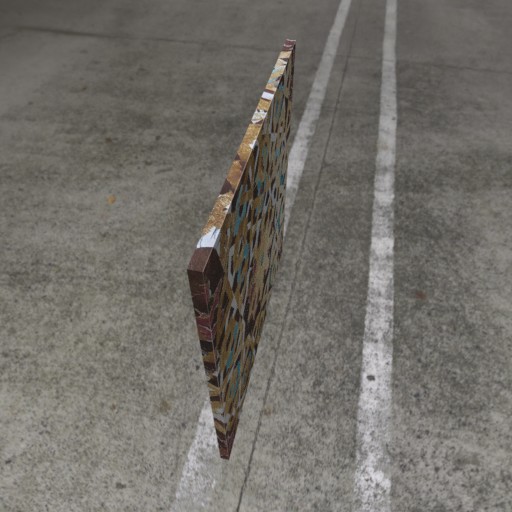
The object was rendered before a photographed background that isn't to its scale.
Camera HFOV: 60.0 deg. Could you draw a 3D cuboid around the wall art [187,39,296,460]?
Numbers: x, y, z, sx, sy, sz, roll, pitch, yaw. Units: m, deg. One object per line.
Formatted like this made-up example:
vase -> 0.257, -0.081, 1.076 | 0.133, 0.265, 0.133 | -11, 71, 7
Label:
wall art -> 0.000, 0.000, 1.120 | 0.028, 0.762, 0.757 | 10, 49, 9
